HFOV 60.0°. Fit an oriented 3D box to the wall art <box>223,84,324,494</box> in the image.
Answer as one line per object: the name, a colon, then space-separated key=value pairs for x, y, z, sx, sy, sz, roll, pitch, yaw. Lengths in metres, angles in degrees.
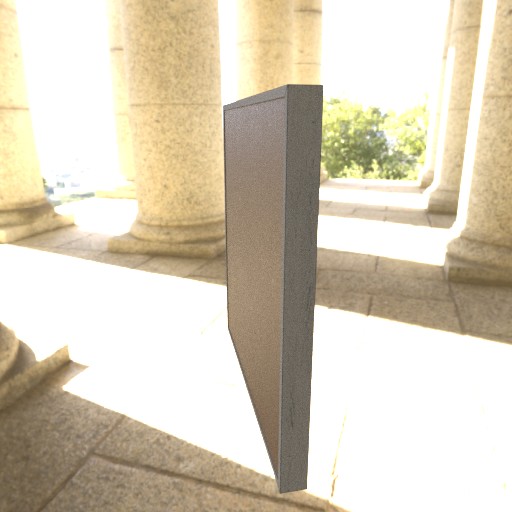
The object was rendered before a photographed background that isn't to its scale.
wall art: x=0.000 y=0.000 z=0.758 sx=0.038 sy=0.508 sz=0.508 roll=-3 pitch=17 yaw=-11
